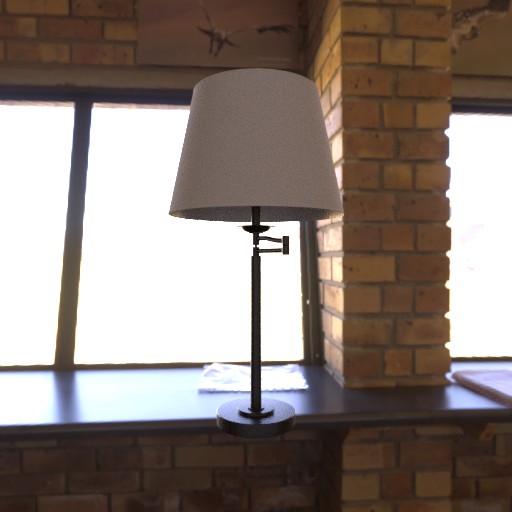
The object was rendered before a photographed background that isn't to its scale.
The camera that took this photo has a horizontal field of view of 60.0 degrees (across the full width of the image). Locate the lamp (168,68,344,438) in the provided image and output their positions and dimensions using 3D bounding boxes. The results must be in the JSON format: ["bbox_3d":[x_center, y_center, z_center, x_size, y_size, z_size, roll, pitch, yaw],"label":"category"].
[{"bbox_3d":[0.000,0.000,0.928,0.363,0.696,0.363,0,0,0],"label":"lamp"}]
